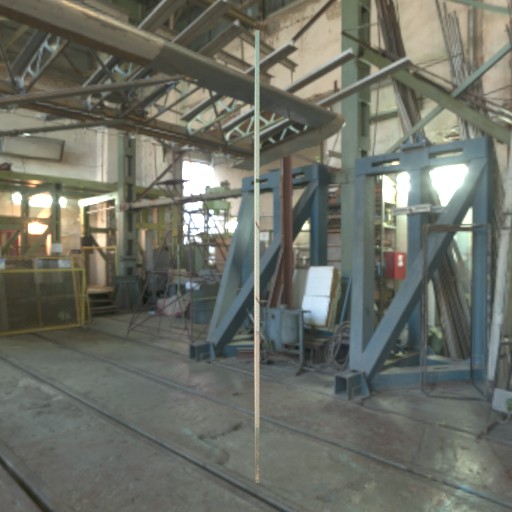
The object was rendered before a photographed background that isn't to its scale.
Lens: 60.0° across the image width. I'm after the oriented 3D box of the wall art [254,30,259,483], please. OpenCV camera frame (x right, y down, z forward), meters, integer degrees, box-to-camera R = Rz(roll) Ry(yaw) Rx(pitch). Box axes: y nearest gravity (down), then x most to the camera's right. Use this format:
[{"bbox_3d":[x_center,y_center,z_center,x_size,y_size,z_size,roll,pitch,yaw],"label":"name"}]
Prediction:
[{"bbox_3d":[0.000,0.000,2.249,0.013,1.523,1.517,0,0,0],"label":"wall art"}]
